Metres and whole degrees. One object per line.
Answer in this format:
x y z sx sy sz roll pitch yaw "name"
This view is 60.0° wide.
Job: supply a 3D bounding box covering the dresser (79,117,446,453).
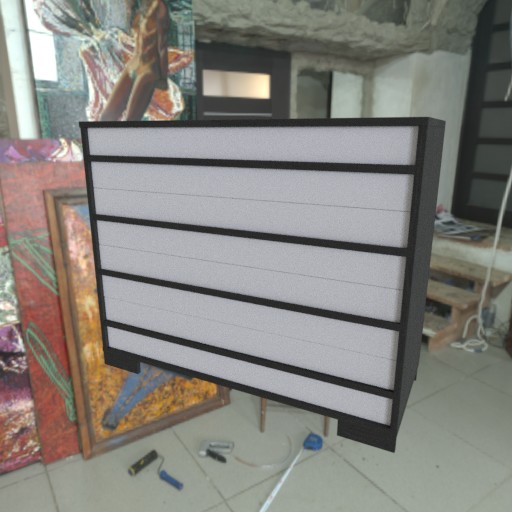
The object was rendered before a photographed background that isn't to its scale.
0.000 0.000 1.401 0.994 0.816 0.404 8 17 26 "dresser"
